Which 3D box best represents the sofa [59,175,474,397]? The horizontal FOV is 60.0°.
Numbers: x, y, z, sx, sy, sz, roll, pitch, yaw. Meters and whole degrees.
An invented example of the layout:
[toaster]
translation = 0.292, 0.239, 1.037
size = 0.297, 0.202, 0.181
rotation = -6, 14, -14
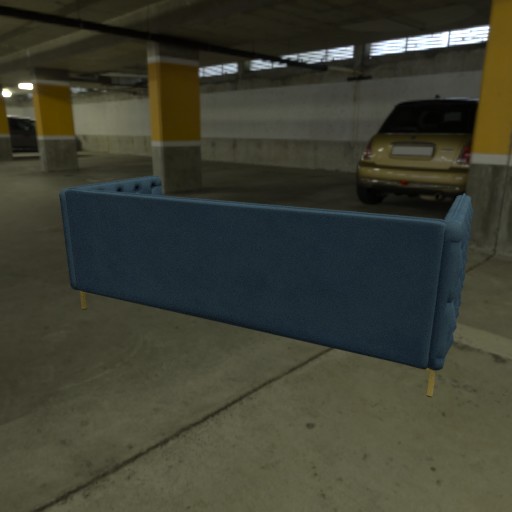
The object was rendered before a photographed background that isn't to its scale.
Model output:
[sofa]
translation = 0.000, 0.000, 2.591
size = 2.209, 0.771, 0.895
rotation = 8, 18, 26
